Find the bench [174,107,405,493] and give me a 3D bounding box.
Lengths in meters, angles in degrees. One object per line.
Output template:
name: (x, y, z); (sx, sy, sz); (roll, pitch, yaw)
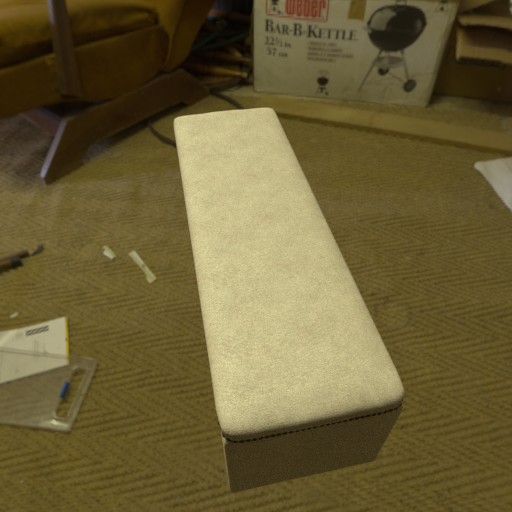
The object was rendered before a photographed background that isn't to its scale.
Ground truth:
bench: (0.000, 0.000, 1.682); (0.470, 0.447, 1.482); (-9, 47, -8)
